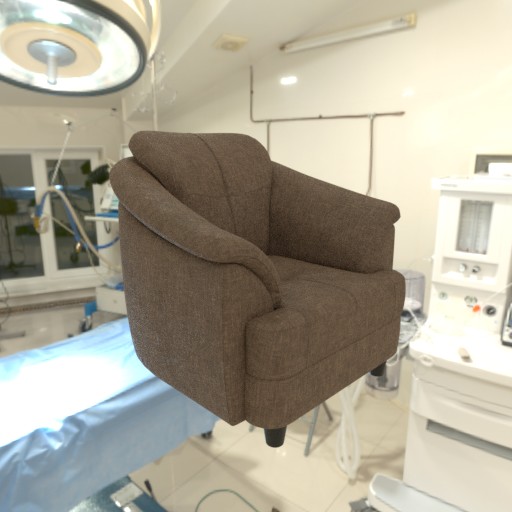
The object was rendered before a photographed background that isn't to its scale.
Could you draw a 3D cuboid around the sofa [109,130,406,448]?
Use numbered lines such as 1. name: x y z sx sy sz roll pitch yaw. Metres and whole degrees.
1. sofa: 0.000 0.000 1.476 0.794 0.811 0.870 13 19 43
